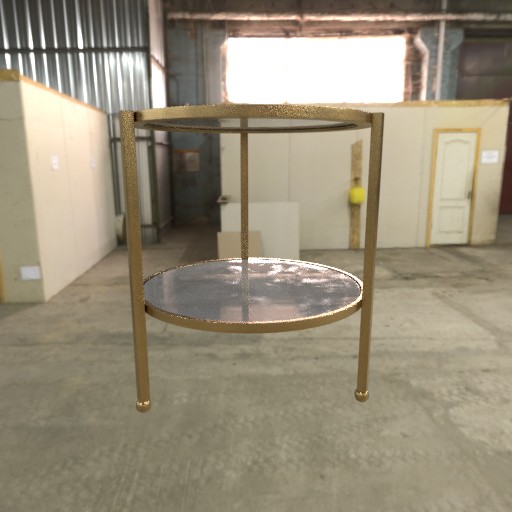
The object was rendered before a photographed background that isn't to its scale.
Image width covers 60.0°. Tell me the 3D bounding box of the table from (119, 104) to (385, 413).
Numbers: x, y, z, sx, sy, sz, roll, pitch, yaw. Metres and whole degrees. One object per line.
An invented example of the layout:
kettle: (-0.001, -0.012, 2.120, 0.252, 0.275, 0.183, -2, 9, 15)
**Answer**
table: (0.000, 0.000, 0.452, 0.243, 0.269, 0.231, 6, 14, 25)
